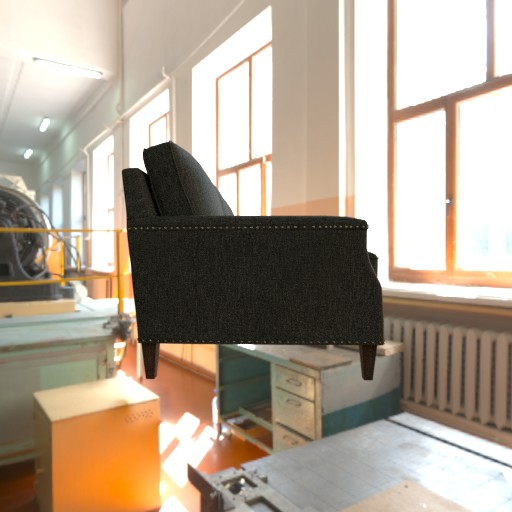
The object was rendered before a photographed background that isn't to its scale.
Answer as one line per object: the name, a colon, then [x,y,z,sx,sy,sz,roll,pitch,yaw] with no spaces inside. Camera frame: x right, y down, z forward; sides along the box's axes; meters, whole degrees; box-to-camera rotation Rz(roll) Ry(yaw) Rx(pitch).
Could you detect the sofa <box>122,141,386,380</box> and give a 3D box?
sofa: [0.000,0.000,2.865,1.084,1.003,2.246,0,0,1]
